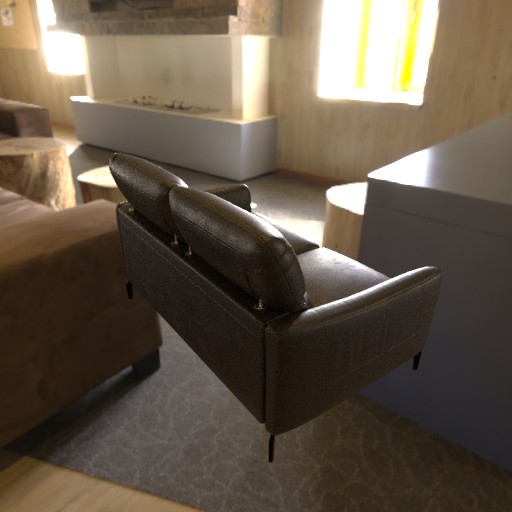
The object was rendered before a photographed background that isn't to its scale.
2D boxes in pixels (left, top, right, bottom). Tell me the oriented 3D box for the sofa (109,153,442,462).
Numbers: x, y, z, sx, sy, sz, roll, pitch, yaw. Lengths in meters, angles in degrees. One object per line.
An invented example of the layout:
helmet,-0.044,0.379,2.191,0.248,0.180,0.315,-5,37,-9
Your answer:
sofa,0.000,0.000,2.265,0.958,0.920,1.596,-18,31,-31
